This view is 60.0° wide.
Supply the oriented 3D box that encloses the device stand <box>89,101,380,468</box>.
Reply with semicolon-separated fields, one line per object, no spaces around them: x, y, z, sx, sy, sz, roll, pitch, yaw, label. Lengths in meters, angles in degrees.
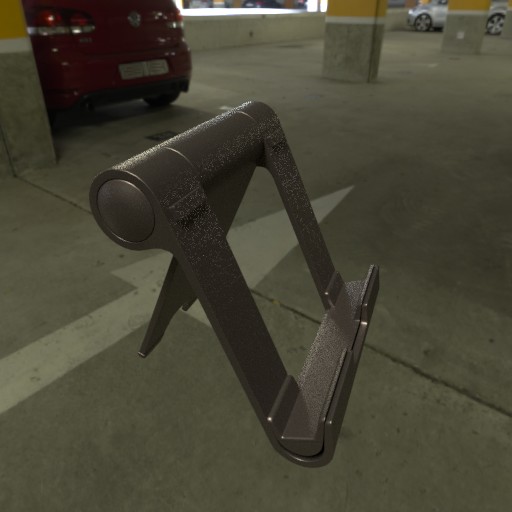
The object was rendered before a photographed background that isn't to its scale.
0.000;0.000;0.151;0.079;0.084;0.088;11;32;19;device stand
